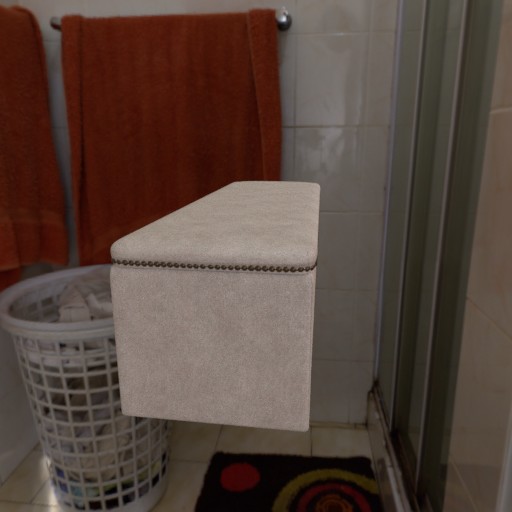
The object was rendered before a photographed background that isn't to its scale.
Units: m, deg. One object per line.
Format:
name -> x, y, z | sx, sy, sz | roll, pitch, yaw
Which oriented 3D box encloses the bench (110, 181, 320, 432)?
bench -> 0.000, 0.000, 1.700 | 0.470, 0.447, 1.482 | 2, 15, 8
